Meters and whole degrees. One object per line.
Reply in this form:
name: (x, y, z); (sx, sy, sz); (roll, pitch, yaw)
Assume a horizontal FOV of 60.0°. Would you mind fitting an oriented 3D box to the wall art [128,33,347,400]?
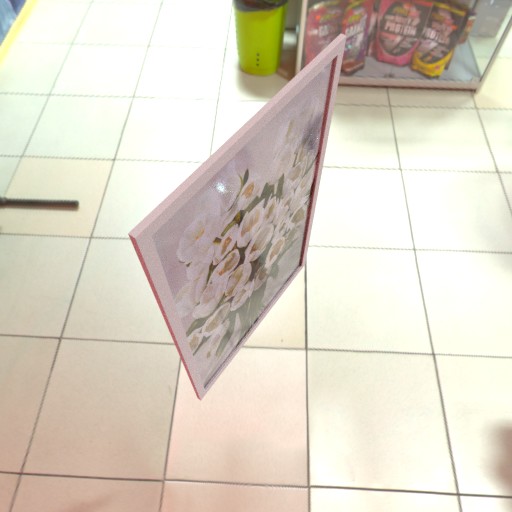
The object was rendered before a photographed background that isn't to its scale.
wall art: (0.000, 0.000, 1.235); (0.015, 0.965, 0.660); (31, 63, 18)
